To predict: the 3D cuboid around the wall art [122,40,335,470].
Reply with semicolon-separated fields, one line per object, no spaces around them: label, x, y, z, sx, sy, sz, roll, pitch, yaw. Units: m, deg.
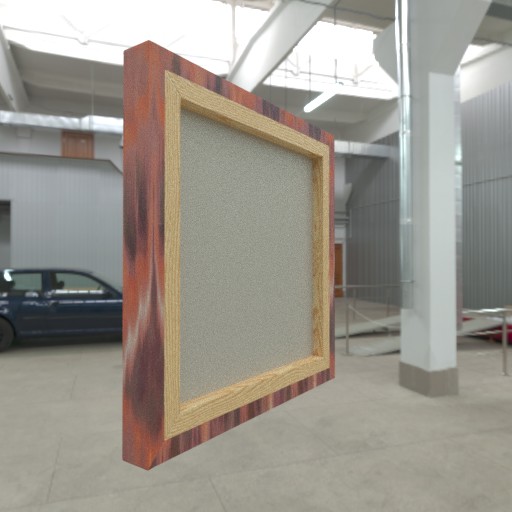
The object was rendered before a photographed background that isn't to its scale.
wall art;0.000;0.000;0.592;0.038;0.406;0.403;0;-1;36
